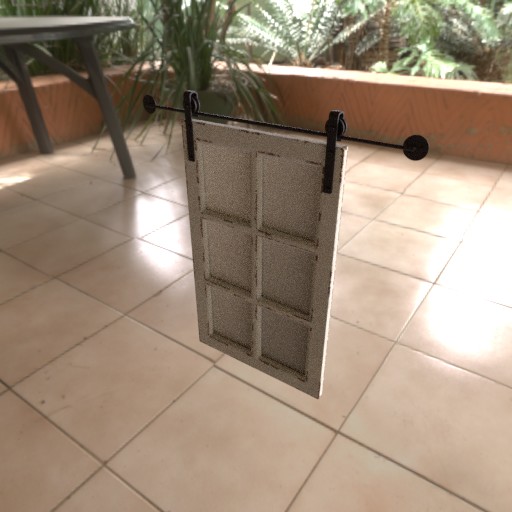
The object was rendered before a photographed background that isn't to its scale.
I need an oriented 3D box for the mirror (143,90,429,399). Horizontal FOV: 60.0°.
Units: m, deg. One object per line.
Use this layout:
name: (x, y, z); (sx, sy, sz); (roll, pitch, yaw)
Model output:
mirror: (0.000, 0.000, 1.250); (0.808, 0.844, 0.037); (19, 35, 29)
